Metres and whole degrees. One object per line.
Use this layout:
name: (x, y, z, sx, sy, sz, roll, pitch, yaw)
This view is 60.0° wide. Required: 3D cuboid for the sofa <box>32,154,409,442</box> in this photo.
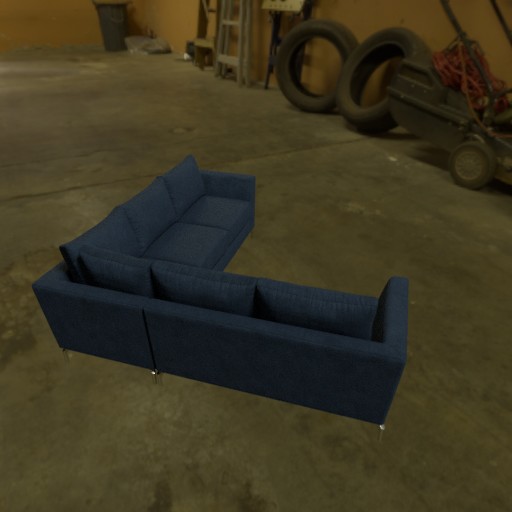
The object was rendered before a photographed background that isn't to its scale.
sofa: (0.000, 0.000, 3.847, 2.472, 0.988, 2.463, 9, 32, 15)
